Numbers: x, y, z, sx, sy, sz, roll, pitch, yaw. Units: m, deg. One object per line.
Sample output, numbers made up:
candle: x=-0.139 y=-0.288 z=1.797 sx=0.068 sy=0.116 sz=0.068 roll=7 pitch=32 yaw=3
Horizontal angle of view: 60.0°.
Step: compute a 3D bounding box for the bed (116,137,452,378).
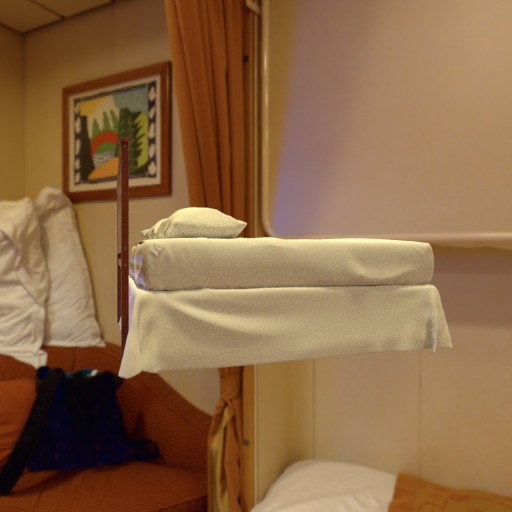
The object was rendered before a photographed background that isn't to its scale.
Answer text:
bed: x=0.000 y=0.000 z=3.686 sx=2.219 sy=1.271 sz=2.314 roll=0 pitch=0 yaw=-18
